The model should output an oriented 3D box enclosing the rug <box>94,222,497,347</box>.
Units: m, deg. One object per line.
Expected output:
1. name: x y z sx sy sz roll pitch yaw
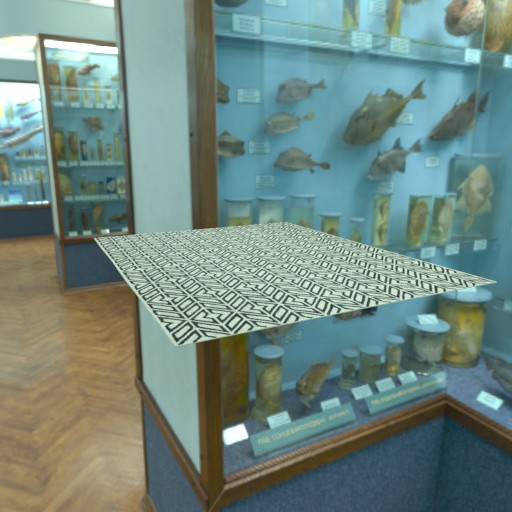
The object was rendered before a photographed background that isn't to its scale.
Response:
1. rug: 0.000 0.000 4.033 2.421 0.008 3.045 -7 15 -26
